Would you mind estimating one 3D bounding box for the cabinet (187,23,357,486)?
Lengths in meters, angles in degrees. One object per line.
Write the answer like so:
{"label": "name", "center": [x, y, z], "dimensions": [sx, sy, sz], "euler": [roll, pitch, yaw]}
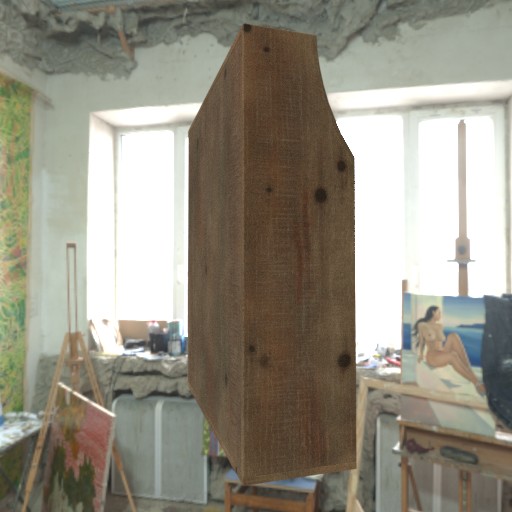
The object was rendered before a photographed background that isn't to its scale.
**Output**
{"label": "cabinet", "center": [0.000, 0.000, 0.825], "dimensions": [0.184, 0.590, 0.489], "euler": [0, -1, -17]}
